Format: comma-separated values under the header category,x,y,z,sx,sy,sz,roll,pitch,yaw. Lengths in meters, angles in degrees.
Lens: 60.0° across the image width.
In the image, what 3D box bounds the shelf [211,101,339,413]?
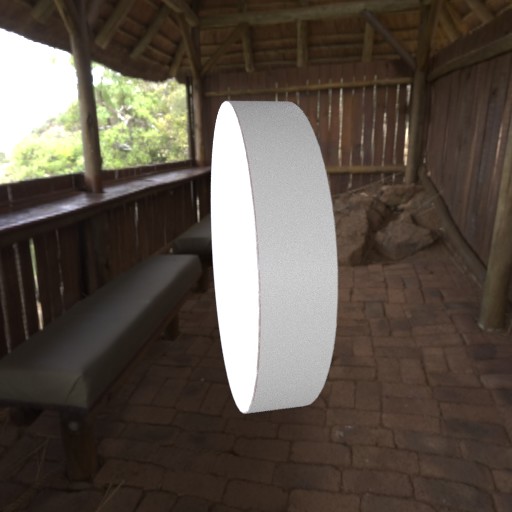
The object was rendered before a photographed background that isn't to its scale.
category,x,y,z,sx,sy,sz,roll,pitch,yaw
shelf,0.000,0.000,1.223,0.158,0.807,0.806,-3,17,-11
